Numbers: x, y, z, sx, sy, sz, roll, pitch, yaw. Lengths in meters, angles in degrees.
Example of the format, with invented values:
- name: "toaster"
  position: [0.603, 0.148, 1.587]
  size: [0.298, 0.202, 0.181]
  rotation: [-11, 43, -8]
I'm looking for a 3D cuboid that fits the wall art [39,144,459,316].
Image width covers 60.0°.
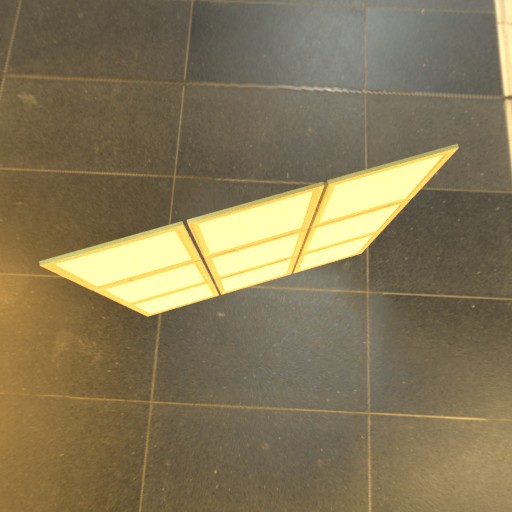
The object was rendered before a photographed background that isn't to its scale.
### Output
- name: "wall art"
  position: [0.000, 0.000, 1.823]
  size: [1.214, 1.219, 0.013]
  rotation: [-16, 76, -4]
